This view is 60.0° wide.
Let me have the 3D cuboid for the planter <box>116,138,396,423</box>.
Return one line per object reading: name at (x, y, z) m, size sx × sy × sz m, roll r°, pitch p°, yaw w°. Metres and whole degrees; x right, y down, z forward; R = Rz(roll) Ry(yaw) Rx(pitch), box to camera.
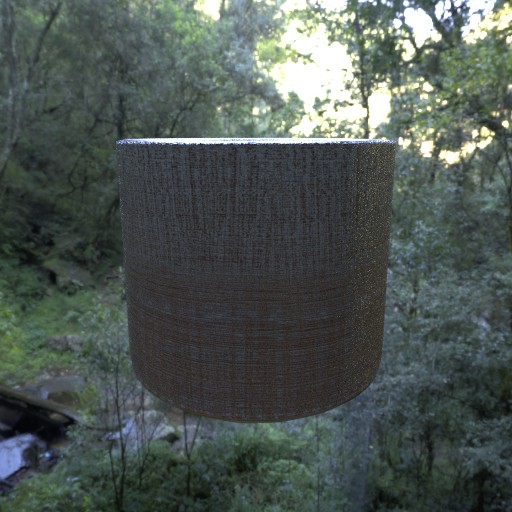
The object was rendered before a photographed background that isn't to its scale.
planter at (0.000, 0.000, 0.188) m, size 0.109 × 0.096 × 0.109 m, roll 0°, pitch 15°, yaw 0°
